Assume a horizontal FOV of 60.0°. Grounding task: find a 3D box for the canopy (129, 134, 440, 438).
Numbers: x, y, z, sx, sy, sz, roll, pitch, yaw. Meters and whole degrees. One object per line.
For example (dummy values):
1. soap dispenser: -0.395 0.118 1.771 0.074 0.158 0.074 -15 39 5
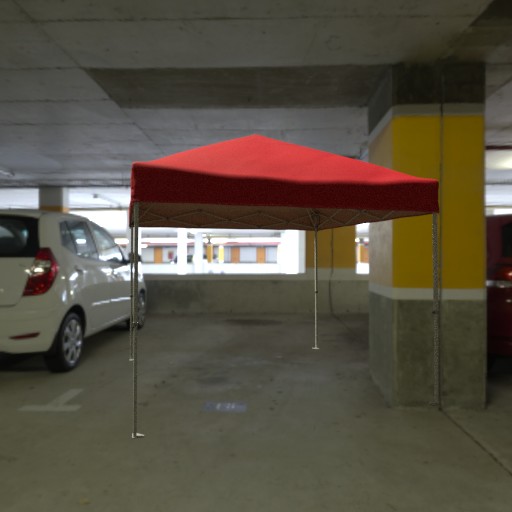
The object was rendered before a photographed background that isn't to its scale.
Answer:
1. canopy: 0.000 0.000 5.453 2.996 2.997 2.998 0 0 -16
